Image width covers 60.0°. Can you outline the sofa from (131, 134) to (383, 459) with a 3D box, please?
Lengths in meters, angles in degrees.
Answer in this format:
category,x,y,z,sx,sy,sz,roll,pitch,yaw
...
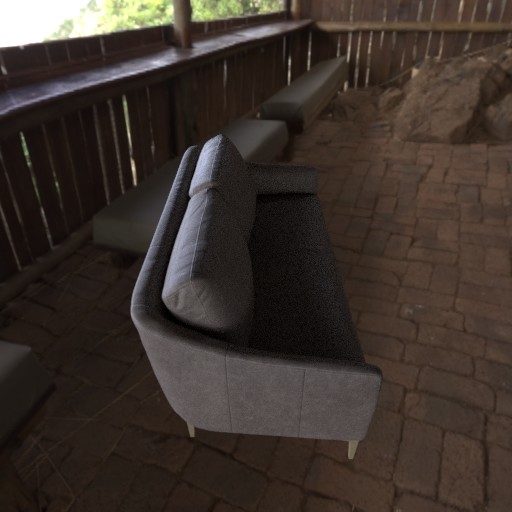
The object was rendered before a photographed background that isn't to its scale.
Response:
category,x,y,z,sx,sy,sz,roll,pitch,yaw
sofa,0.000,0.000,2.534,0.960,0.902,2.036,0,33,0
